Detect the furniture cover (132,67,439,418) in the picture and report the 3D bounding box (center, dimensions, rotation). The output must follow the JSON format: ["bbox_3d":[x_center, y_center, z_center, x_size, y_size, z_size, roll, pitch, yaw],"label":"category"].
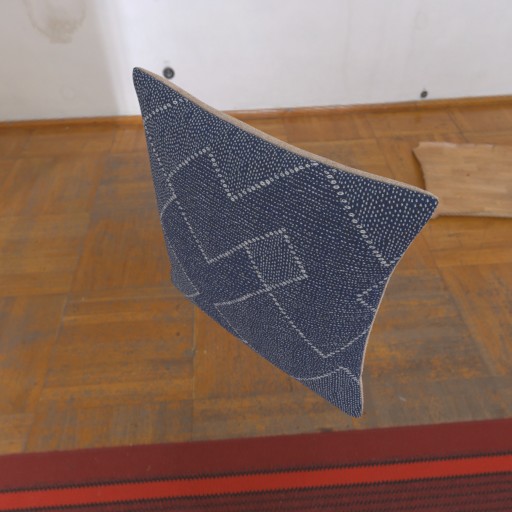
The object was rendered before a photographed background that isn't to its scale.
[{"bbox_3d":[0.000,0.000,0.752,0.511,0.503,0.162,32,53,27],"label":"furniture cover"}]
